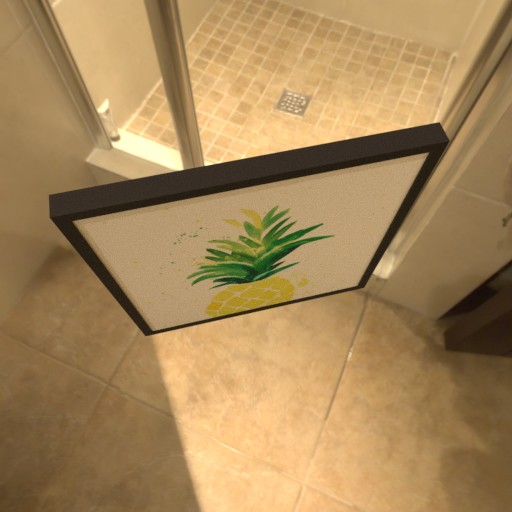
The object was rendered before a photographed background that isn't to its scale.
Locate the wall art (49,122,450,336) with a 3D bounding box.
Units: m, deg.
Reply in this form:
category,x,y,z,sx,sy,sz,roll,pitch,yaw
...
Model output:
category,x,y,z,sx,sy,sz,roll,pitch,yaw
wall art,0.000,0.000,0.783,0.508,0.507,0.033,-12,65,-6
